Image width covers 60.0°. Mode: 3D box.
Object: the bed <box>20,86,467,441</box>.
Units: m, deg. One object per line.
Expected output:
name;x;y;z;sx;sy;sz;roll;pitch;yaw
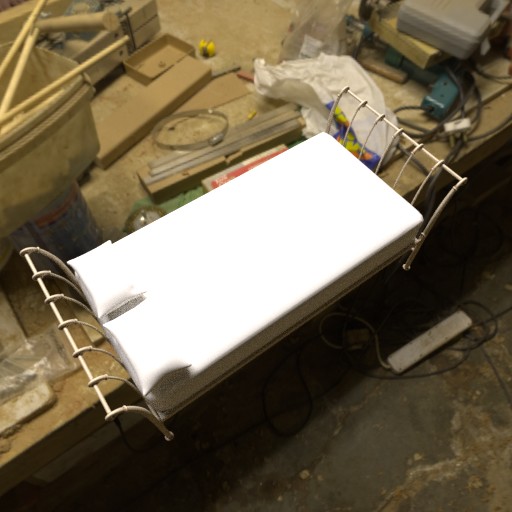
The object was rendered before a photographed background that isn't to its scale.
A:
bed;0.000;0.000;2.722;2.228;0.873;1.032;-31;63;-18
